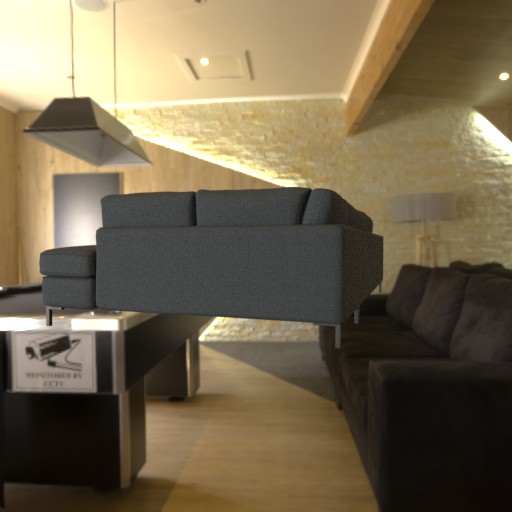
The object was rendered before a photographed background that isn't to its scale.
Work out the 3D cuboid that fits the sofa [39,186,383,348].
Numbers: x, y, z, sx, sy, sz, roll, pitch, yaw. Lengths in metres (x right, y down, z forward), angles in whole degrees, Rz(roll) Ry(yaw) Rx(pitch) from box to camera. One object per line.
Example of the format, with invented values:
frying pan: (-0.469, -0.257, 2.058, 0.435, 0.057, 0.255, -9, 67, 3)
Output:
sofa: (0.000, 0.000, 3.912, 1.984, 0.858, 2.975, 1, 2, 20)
